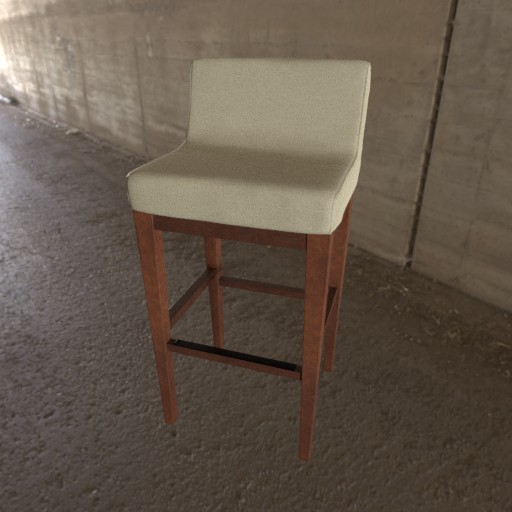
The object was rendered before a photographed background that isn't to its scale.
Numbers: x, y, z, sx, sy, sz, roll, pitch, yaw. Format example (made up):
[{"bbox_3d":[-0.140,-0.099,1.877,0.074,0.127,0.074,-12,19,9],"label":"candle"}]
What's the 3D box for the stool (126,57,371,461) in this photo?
[{"bbox_3d":[0.000,0.000,1.289,0.511,1.037,0.500,8,28,16],"label":"stool"}]
